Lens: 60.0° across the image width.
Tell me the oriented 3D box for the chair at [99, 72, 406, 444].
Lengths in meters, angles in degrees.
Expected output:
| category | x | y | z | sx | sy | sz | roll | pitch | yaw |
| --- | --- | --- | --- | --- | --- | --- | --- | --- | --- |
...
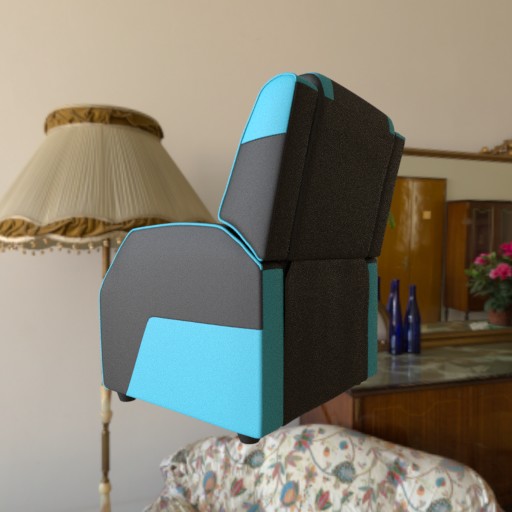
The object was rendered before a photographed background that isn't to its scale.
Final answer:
| category | x | y | z | sx | sy | sz | roll | pitch | yaw |
| --- | --- | --- | --- | --- | --- | --- | --- | --- | --- |
| chair | 0.000 | 0.000 | 1.291 | 0.672 | 0.805 | 0.620 | 1 | 1 | 38 |
